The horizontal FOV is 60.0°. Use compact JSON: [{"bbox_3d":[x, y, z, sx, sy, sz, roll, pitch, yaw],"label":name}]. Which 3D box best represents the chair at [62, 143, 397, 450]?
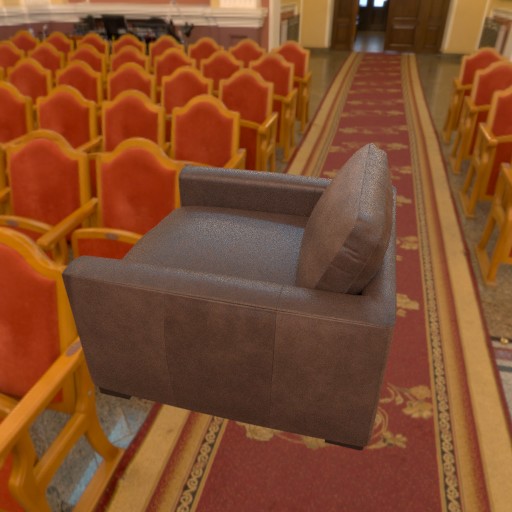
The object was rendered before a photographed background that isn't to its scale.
[{"bbox_3d":[0.000,0.000,1.828,1.069,0.812,1.100,8,32,13],"label":"chair"}]
